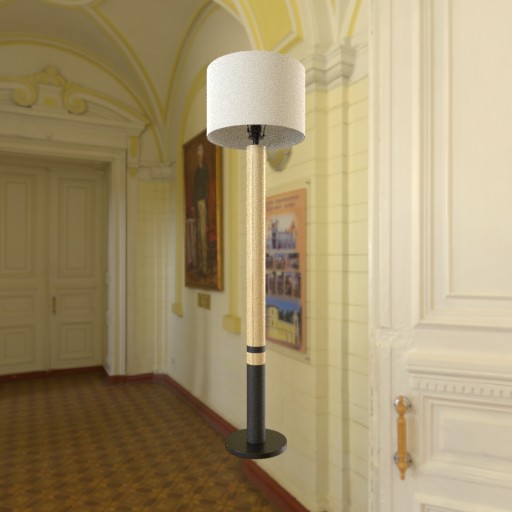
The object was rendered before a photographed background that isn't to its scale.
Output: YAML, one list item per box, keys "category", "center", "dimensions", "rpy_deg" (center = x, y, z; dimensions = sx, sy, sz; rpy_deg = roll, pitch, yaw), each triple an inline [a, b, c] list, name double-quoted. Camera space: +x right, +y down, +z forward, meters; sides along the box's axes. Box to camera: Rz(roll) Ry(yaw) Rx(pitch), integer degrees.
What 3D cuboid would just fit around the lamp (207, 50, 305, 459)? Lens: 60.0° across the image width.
- category: "lamp"
  center: [0.000, 0.000, 1.732]
  dimensions: [0.381, 1.478, 0.381]
  rpy_deg: [0, 0, 17]
